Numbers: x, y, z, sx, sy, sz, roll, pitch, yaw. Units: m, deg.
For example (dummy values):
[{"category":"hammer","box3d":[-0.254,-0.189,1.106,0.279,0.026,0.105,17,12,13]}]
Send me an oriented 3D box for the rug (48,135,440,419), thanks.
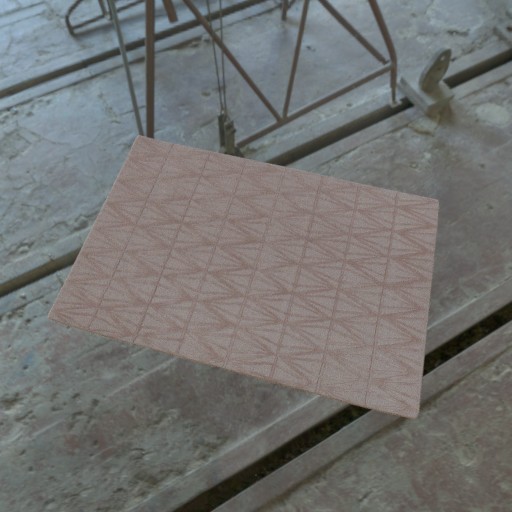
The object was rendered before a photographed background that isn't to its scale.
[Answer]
[{"category":"rug","box3d":[0.000,0.000,2.356,1.837,0.025,1.230,14,64,7]}]
